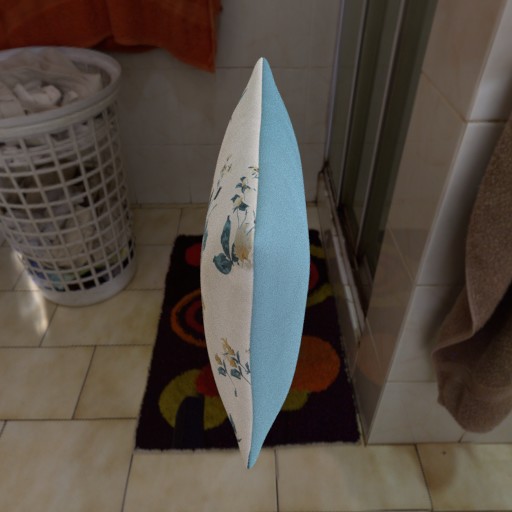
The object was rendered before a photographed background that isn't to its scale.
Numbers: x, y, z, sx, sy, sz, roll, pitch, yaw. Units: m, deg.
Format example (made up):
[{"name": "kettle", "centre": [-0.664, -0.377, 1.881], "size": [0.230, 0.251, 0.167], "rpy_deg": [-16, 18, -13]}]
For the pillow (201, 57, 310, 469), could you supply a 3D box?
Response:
[{"name": "pillow", "centre": [0.000, 0.000, 0.778], "size": [0.166, 0.507, 0.526], "rpy_deg": [1, 42, 1]}]
